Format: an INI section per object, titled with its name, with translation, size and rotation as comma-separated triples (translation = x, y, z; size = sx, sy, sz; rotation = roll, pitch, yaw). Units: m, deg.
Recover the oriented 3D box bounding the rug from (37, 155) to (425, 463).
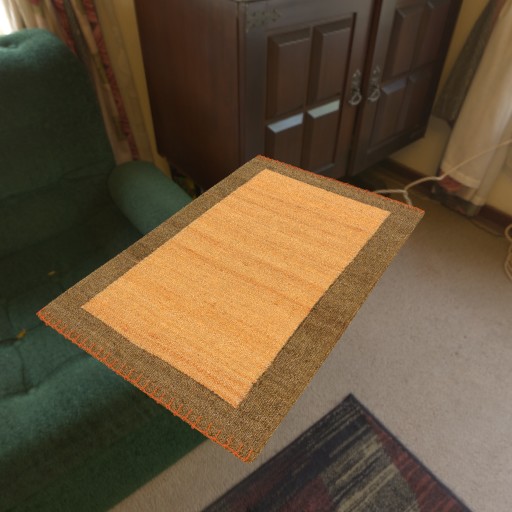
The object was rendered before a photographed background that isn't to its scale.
[rug]
translation = 0.000, 0.000, 2.338
size = 1.220, 0.019, 1.838
rotation = 24, 47, 25
